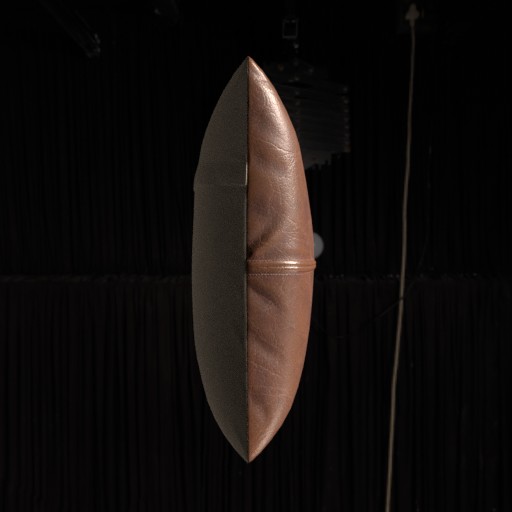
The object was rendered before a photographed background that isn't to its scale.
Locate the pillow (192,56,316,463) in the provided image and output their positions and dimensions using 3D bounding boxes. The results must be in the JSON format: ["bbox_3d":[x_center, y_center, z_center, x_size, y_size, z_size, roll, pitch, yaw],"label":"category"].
[{"bbox_3d":[0.000,0.000,0.731,0.192,0.470,0.484,0,1,0],"label":"pillow"}]
